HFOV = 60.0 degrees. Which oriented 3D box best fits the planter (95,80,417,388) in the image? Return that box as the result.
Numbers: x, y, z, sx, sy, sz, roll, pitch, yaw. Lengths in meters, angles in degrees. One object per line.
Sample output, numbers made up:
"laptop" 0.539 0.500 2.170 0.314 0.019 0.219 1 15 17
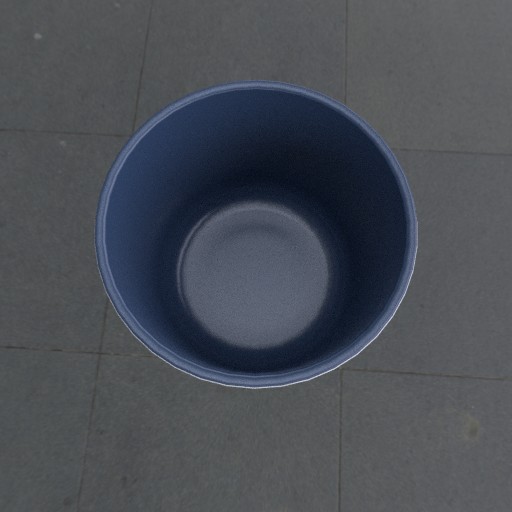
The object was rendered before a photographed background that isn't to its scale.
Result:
"planter" 0.000 0.000 0.402 0.224 0.203 0.224 0 76 0
